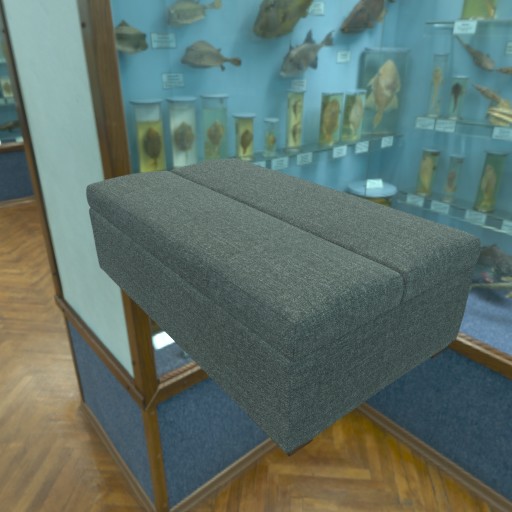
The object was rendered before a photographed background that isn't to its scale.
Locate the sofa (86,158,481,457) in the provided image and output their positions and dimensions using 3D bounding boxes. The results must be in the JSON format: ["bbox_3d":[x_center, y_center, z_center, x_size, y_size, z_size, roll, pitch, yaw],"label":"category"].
[{"bbox_3d":[0.000,0.000,1.574,0.782,0.417,1.198,-19,31,-33],"label":"sofa"}]
